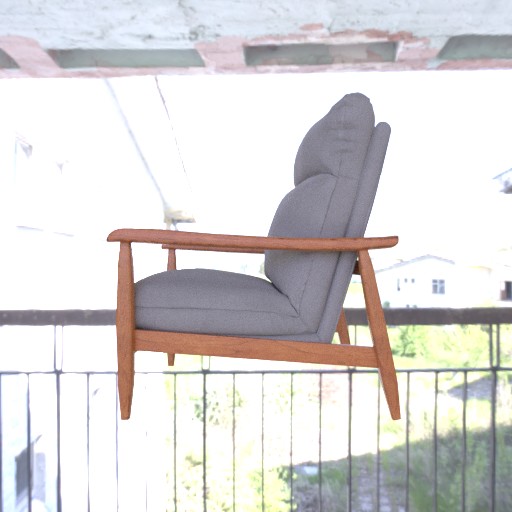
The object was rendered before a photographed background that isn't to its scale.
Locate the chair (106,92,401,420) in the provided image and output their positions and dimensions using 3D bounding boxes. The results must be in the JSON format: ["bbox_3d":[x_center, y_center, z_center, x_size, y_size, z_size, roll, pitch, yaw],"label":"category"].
[{"bbox_3d":[0.000,0.000,1.565,0.816,0.922,0.782,0,-1,0],"label":"chair"}]
